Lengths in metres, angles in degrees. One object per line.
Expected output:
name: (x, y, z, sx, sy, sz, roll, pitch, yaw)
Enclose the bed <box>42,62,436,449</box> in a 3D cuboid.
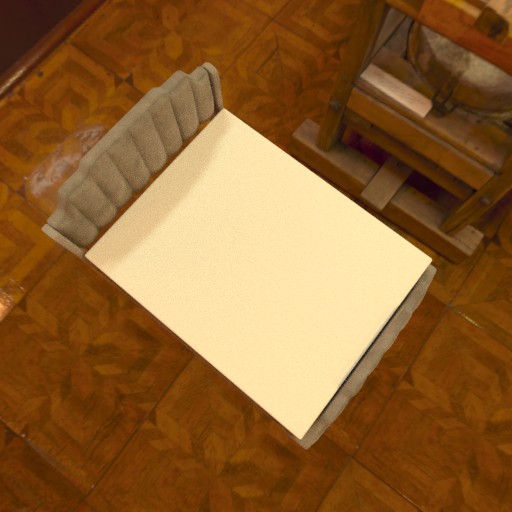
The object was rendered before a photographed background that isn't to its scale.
bed: (0.000, 0.000, 3.286, 2.340, 1.245, 1.676, 38, 78, 9)
